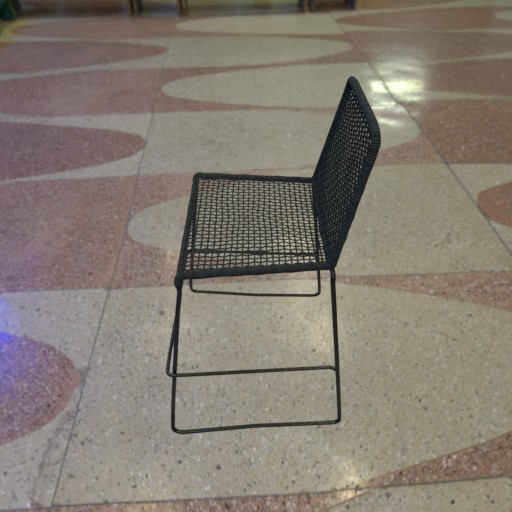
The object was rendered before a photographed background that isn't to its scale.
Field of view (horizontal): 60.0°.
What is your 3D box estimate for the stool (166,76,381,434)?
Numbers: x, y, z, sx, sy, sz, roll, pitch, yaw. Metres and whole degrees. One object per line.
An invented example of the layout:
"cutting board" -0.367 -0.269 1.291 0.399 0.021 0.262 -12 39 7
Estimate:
"stool" 0.000 0.000 1.243 0.509 0.905 0.590 0 42 0
